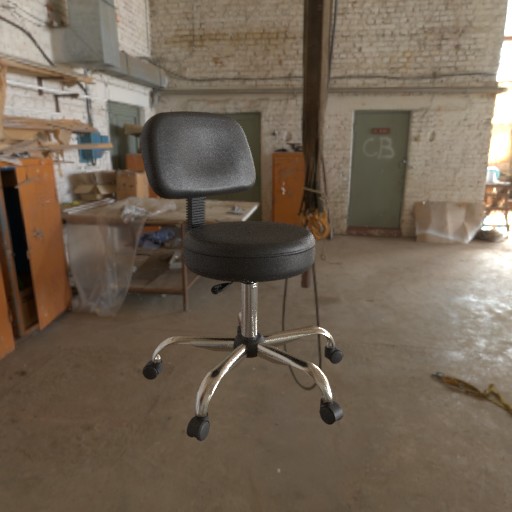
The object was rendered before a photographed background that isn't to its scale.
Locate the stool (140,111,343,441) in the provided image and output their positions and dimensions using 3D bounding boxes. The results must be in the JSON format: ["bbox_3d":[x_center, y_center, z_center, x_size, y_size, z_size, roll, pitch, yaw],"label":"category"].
[{"bbox_3d":[0.000,0.000,1.348,0.648,0.862,0.673,14,20,43],"label":"stool"}]
